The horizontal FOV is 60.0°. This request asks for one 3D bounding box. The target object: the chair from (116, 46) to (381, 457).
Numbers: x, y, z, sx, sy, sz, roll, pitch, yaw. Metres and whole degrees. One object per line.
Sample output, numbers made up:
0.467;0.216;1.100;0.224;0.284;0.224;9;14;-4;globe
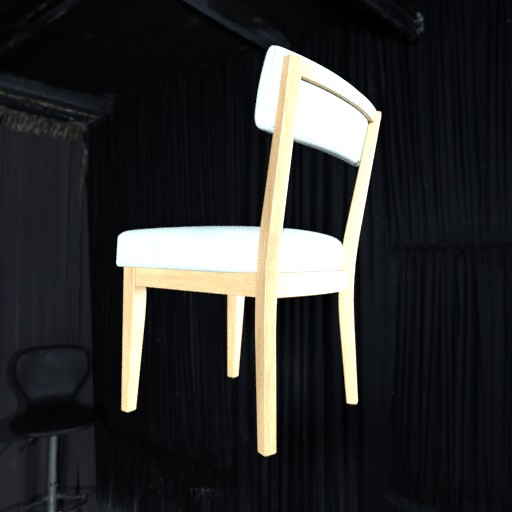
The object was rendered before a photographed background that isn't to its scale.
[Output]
0.000;0.000;1.192;0.572;0.832;0.508;0;-1;37;chair
